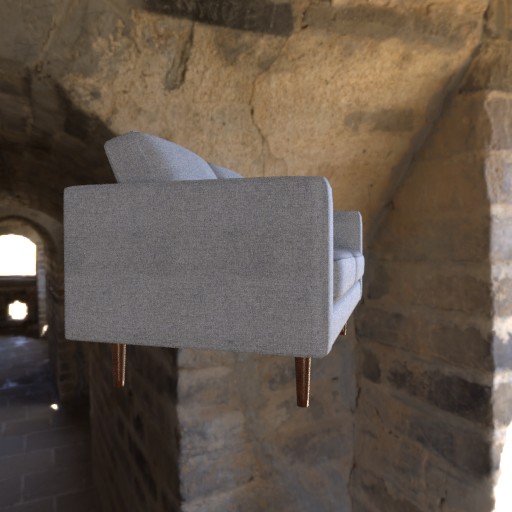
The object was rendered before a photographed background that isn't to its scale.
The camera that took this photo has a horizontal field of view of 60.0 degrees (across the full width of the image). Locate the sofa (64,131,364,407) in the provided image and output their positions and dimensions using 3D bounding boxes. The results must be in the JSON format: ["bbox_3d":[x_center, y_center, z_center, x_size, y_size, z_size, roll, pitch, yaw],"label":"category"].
[{"bbox_3d":[0.000,0.000,2.165,0.969,0.973,1.527,0,1,17],"label":"sofa"}]
